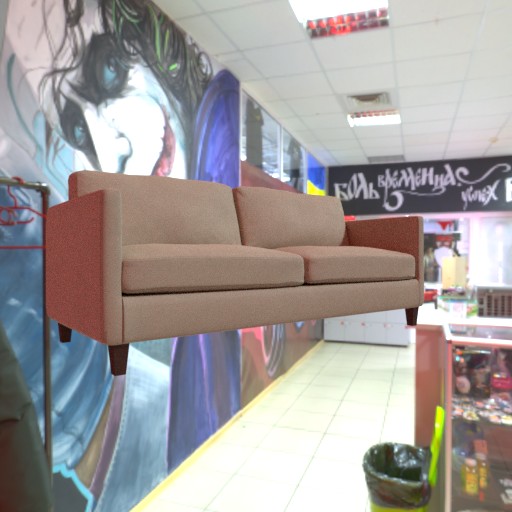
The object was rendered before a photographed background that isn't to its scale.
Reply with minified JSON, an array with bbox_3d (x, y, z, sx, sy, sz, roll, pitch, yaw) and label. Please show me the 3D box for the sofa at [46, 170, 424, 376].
[{"bbox_3d":[0.000,0.000,2.685,2.181,0.932,0.948,0,0,-37],"label":"sofa"}]
